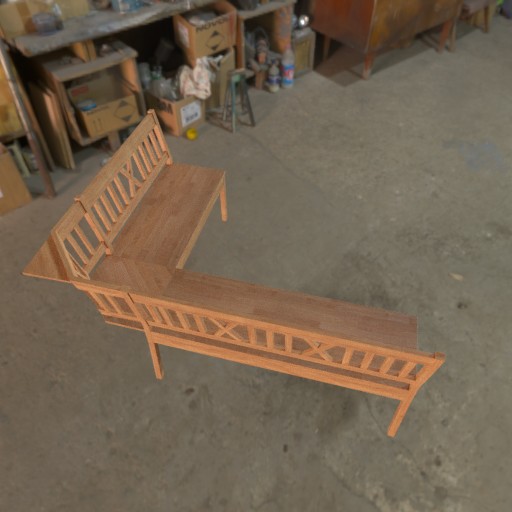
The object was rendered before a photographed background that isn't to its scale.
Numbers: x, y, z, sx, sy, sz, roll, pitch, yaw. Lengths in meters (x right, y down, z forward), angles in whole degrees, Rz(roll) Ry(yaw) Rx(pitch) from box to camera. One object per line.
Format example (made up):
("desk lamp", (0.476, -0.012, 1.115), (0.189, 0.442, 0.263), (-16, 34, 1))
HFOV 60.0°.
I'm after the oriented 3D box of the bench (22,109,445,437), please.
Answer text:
("bench", (0.000, 0.000, 2.747), (1.937, 0.902, 1.537), (11, 48, 10))
